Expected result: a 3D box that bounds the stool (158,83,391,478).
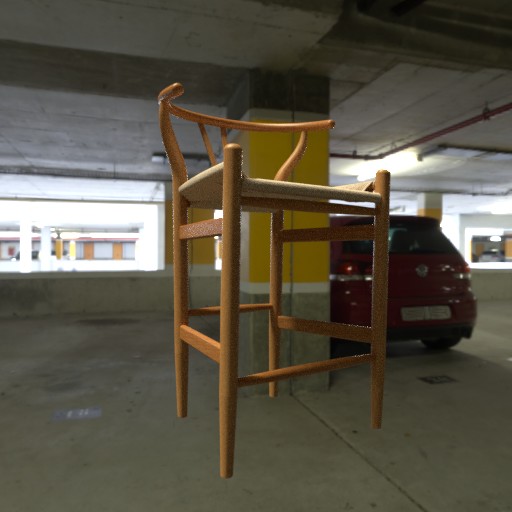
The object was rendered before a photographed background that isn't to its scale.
[{"bbox_3d":[0.000,0.000,1.319,0.569,0.970,0.579,0,0,-34],"label":"stool"}]
